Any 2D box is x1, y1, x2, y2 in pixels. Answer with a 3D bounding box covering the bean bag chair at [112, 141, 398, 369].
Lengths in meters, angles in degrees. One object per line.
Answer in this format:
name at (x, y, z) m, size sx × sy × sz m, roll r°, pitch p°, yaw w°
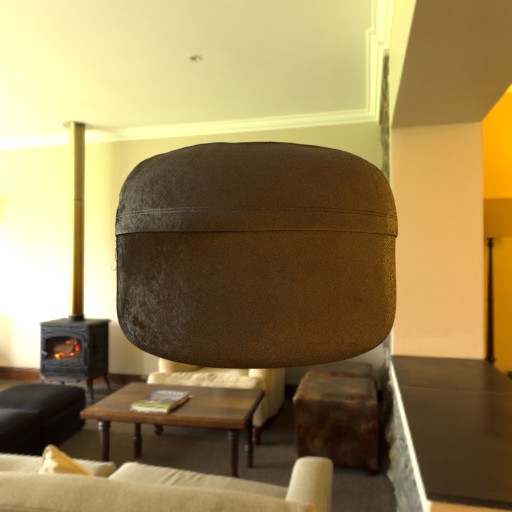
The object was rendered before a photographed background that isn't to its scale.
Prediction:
bean bag chair at (0.000, 0.000, 1.507) m, size 0.918 × 0.605 × 0.918 m, roll 0°, pitch -1°, yaw 0°
